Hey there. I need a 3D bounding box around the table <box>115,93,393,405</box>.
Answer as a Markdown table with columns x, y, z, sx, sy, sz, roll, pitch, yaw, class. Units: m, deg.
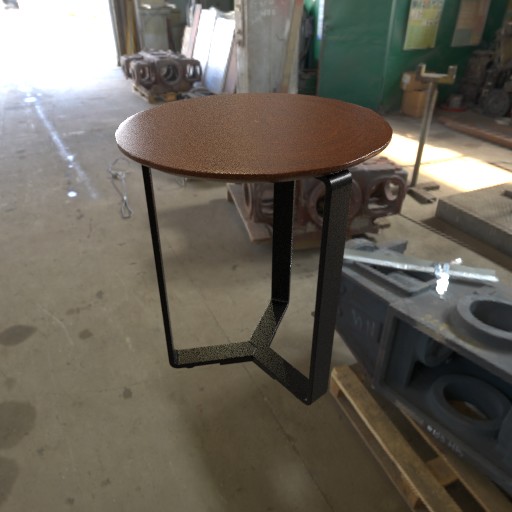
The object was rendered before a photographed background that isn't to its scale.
| x | y | z | sx | sy | sz | roll | pitch | yaw | class |
| --- | --- | --- | --- | --- | --- | --- | --- | --- | --- |
| 0.000 | 0.000 | 0.754 | 0.380 | 0.450 | 0.410 | 11 | 33 | 17 | table |
